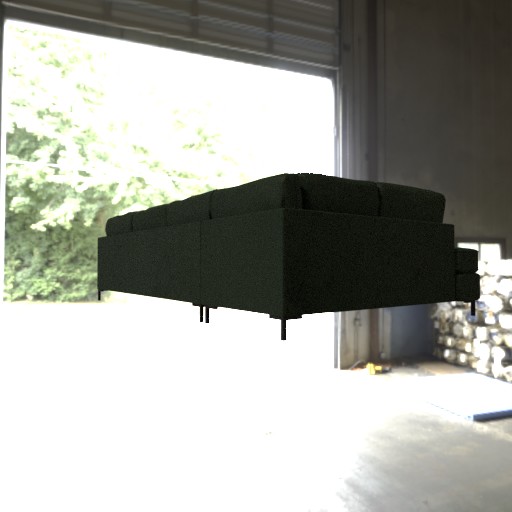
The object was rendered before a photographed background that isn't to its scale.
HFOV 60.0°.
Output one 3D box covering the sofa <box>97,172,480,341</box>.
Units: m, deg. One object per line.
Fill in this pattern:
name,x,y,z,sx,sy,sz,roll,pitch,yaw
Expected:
sofa,0.000,0.000,4.336,2.048,0.996,3.384,1,-1,-36
